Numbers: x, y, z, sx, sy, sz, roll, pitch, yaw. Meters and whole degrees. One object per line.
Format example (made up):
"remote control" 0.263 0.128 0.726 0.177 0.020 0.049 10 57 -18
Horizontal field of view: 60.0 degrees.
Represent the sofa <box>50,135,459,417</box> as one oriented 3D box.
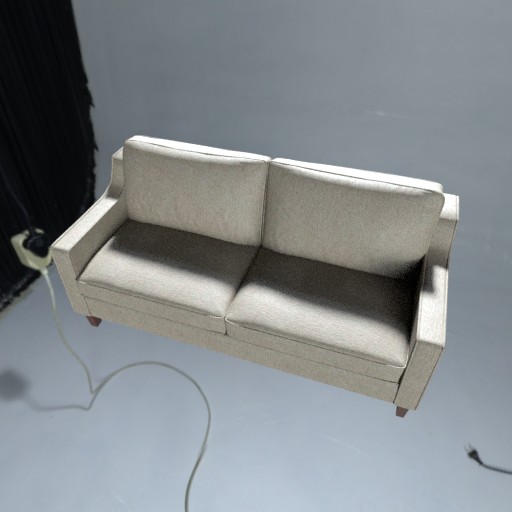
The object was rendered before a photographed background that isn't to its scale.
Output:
"sofa" 0.000 0.000 2.746 2.181 1.074 1.073 13 44 14
